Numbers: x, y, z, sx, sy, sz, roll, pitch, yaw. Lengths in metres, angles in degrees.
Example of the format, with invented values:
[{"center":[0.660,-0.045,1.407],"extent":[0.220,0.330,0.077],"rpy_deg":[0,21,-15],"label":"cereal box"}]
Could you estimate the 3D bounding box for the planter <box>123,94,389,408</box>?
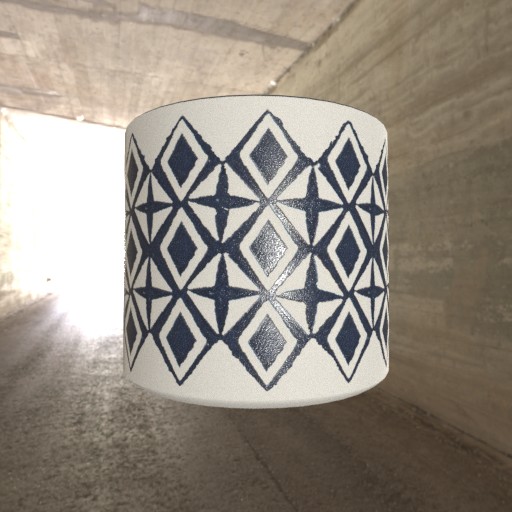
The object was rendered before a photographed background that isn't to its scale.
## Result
[{"center":[0.000,0.000,0.277],"extent":[0.159,0.144,0.159],"rpy_deg":[0,-1,0],"label":"planter"}]
